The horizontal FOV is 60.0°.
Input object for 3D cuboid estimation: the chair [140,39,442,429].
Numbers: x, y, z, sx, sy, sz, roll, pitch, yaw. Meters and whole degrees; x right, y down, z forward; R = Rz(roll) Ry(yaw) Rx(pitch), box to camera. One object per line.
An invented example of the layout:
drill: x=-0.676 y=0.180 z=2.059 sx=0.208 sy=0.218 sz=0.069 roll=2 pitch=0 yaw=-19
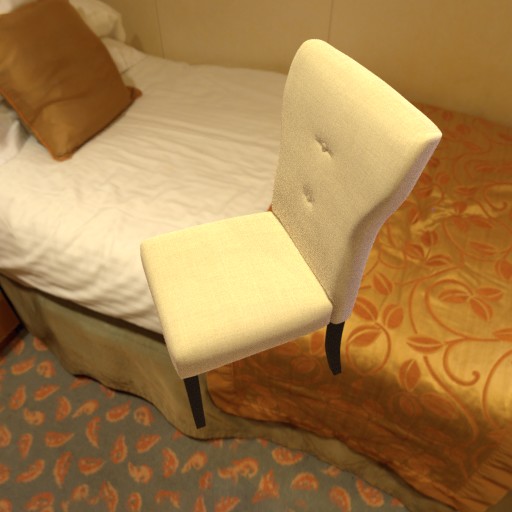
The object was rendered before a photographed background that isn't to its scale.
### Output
chair: x=0.000 y=0.000 z=1.231 sx=0.597 sy=0.921 sz=0.509 roll=-16 pitch=48 yaw=-15
